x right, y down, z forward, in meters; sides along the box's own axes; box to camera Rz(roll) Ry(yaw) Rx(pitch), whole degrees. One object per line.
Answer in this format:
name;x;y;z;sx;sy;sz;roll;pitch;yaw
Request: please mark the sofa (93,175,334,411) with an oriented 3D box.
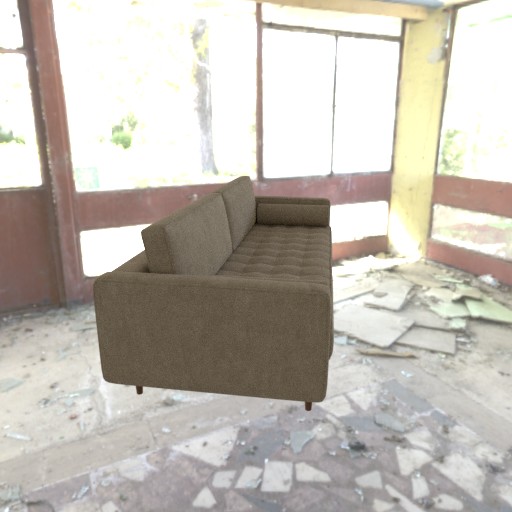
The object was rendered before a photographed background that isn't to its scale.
sofa;0.000;0.000;2.679;0.919;0.770;2.200;3;16;9
